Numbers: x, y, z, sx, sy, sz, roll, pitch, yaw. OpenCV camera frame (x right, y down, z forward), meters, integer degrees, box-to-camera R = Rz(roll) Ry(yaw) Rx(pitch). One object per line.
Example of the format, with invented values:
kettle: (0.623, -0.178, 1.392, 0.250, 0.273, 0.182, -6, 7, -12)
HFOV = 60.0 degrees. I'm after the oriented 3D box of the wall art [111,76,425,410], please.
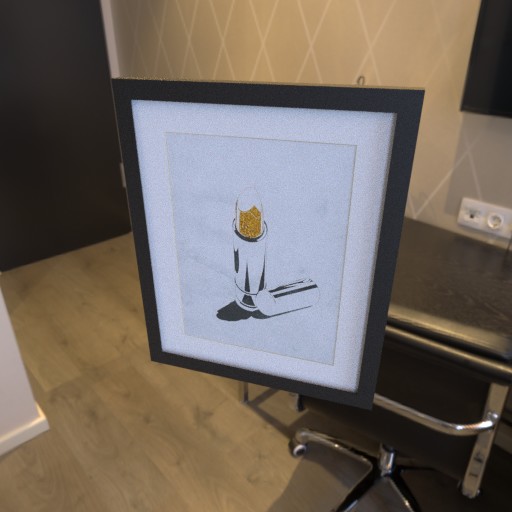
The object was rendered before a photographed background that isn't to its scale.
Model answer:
wall art: (0.000, 0.000, 0.762, 0.457, 0.559, 0.029, 8, 29, 15)
